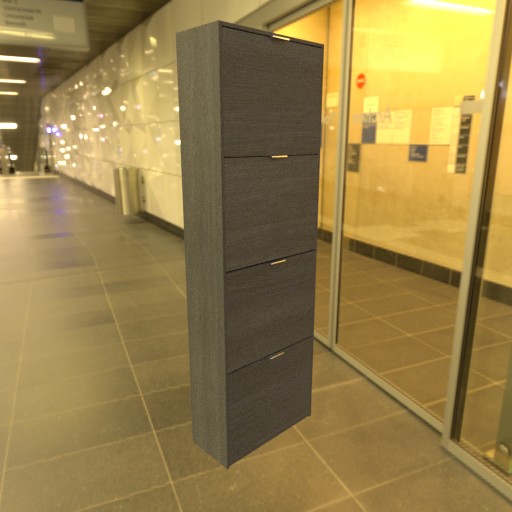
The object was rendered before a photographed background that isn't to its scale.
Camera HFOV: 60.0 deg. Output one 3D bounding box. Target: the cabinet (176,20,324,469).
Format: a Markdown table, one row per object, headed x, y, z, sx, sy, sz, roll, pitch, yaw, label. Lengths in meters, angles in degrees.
| x | y | z | sx | sy | sz | roll | pitch | yaw | label |
| --- | --- | --- | --- | --- | --- | --- | --- | --- | --- |
| 0.000 | 0.000 | 1.813 | 0.520 | 1.630 | 0.255 | -14 | 20 | -42 | cabinet |
